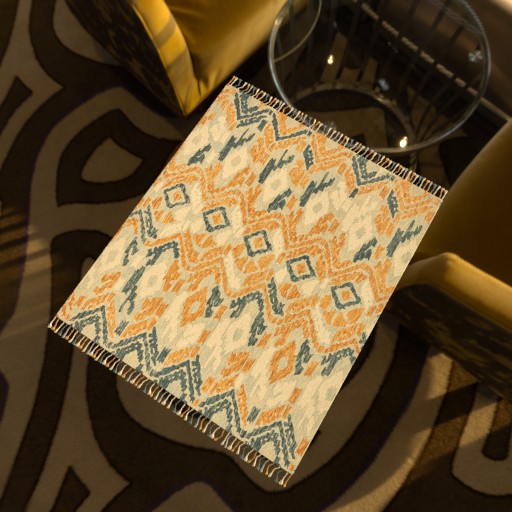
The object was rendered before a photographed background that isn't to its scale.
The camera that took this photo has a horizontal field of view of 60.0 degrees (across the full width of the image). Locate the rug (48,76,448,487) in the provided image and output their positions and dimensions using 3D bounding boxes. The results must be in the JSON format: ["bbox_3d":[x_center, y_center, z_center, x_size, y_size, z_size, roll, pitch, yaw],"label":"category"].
[{"bbox_3d":[0.000,0.000,4.071,2.439,0.010,3.048,31,77,8],"label":"rug"}]
